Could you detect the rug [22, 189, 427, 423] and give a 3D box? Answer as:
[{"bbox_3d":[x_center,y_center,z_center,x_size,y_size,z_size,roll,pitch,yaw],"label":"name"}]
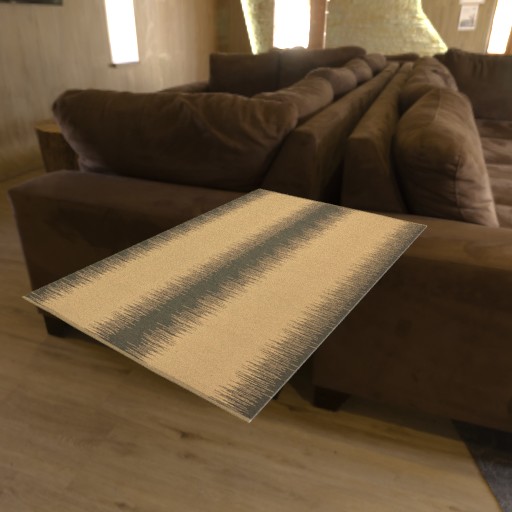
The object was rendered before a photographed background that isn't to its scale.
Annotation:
[{"bbox_3d":[0.000,0.000,2.313,1.234,0.006,1.854,17,32,31],"label":"rug"}]
